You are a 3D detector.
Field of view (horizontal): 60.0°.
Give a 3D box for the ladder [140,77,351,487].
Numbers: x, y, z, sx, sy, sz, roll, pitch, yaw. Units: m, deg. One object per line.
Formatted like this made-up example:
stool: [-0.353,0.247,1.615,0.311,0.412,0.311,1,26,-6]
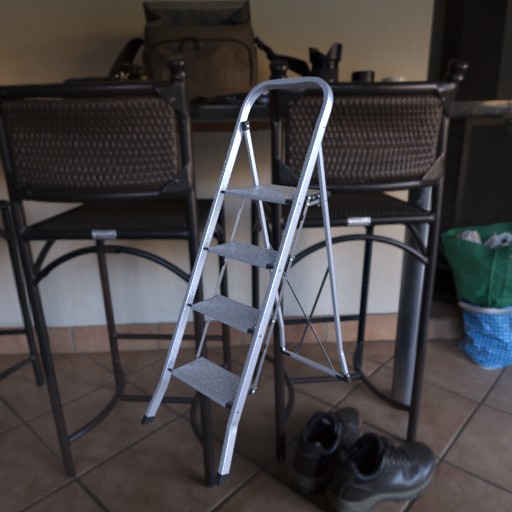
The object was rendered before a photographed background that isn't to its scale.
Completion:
ladder: [0.000,0.000,1.693,0.465,1.290,0.830,15,22,42]
